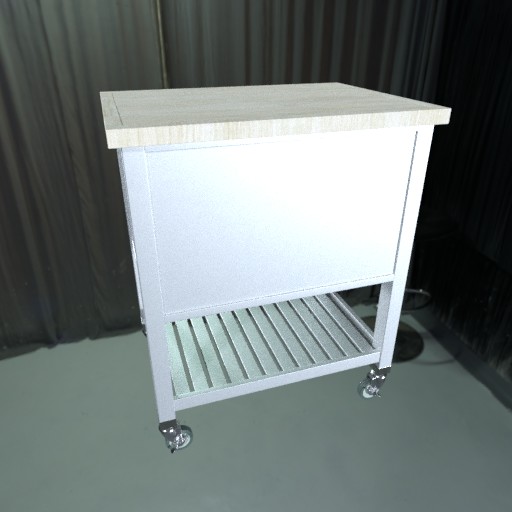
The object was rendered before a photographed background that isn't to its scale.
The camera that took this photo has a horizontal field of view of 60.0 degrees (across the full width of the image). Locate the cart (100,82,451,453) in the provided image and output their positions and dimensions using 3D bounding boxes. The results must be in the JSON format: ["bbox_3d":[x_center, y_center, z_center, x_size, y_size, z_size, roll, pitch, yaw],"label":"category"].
[{"bbox_3d":[0.000,0.000,1.358,0.762,0.914,0.559,-9,29,-16],"label":"cart"}]
